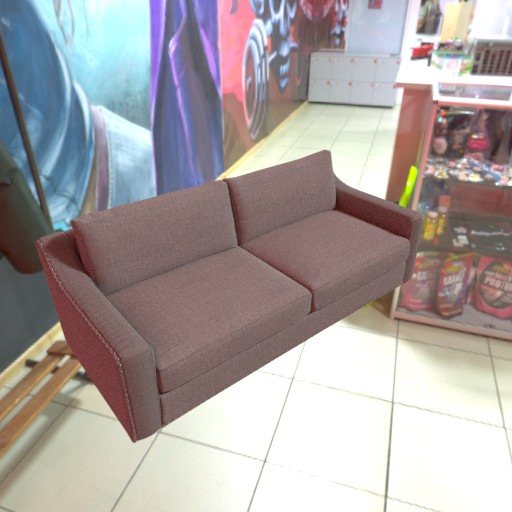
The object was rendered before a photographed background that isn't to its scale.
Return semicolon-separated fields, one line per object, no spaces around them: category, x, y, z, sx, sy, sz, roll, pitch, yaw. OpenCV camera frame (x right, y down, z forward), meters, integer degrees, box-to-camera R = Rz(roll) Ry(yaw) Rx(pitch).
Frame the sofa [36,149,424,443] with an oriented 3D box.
sofa;0.000;0.000;2.748;2.208;0.857;1.000;-22;37;-33
